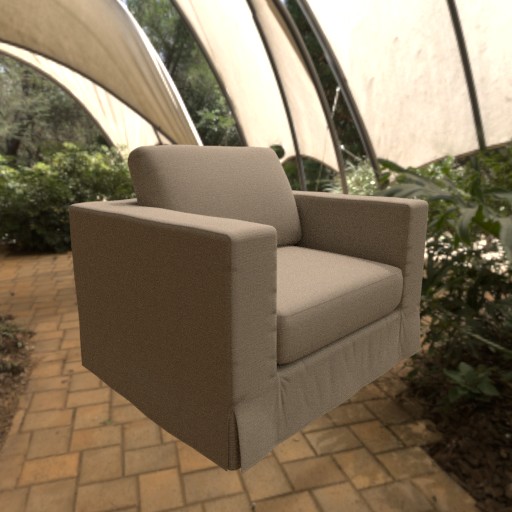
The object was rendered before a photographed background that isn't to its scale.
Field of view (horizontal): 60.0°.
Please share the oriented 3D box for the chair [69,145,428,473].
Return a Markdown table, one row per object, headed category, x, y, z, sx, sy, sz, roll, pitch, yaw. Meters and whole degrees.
| category | x | y | z | sx | sy | sz | roll | pitch | yaw |
| --- | --- | --- | --- | --- | --- | --- | --- | --- | --- |
| chair | 0.000 | 0.000 | 1.800 | 0.957 | 0.878 | 1.150 | 12 | 18 | 43 |
